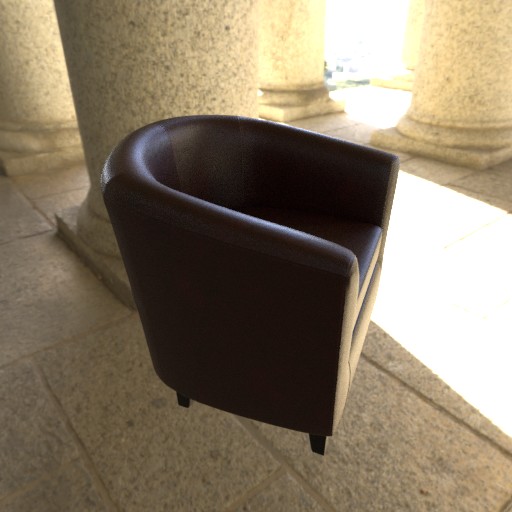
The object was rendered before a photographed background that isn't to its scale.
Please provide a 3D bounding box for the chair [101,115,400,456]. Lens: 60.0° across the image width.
[{"bbox_3d":[0.000,0.000,1.382,0.727,0.756,0.792,11,32,19],"label":"chair"}]
